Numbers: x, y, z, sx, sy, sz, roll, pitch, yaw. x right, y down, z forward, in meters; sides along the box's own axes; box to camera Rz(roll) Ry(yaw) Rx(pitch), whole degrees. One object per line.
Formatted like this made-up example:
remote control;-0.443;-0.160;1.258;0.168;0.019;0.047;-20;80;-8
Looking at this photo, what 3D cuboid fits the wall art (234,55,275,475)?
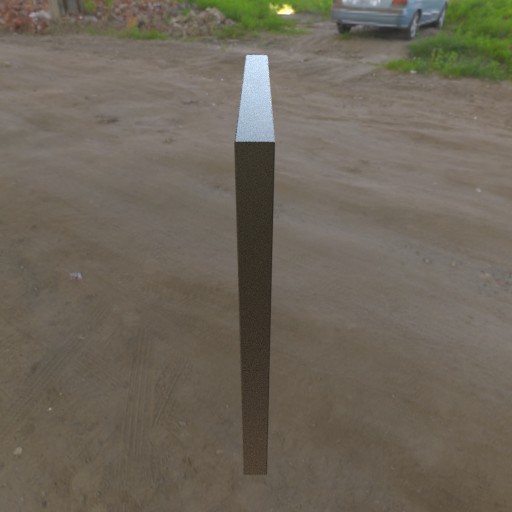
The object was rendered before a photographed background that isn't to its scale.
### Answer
wall art;0.000;0.000;0.752;0.039;0.555;0.449;0;34;0
